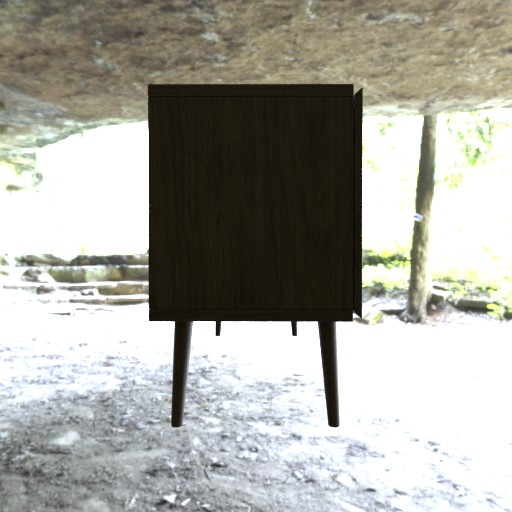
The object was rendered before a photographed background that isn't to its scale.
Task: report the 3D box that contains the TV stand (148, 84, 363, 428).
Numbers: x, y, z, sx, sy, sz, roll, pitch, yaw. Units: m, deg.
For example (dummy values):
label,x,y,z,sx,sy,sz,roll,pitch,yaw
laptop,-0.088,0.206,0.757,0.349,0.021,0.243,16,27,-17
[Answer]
label,x,y,z,sx,sy,sz,roll,pitch,yaw
TV stand,0.000,0.000,1.332,0.405,0.660,0.990,0,1,0
